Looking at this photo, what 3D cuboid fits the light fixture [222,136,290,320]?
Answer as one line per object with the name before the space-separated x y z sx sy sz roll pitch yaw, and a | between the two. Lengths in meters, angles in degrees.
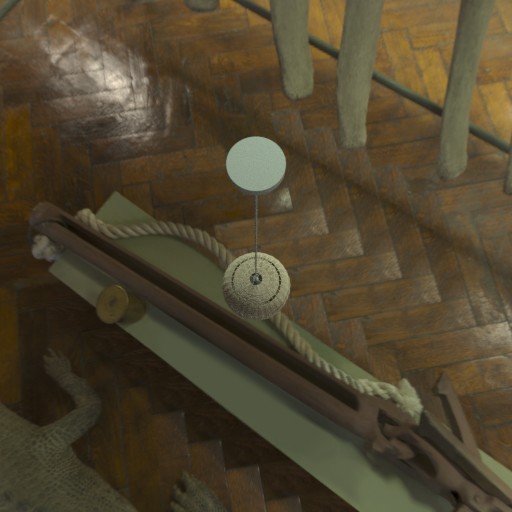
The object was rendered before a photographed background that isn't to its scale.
light fixture | 0.000 0.000 2.210 0.457 2.019 0.457 34 78 8
